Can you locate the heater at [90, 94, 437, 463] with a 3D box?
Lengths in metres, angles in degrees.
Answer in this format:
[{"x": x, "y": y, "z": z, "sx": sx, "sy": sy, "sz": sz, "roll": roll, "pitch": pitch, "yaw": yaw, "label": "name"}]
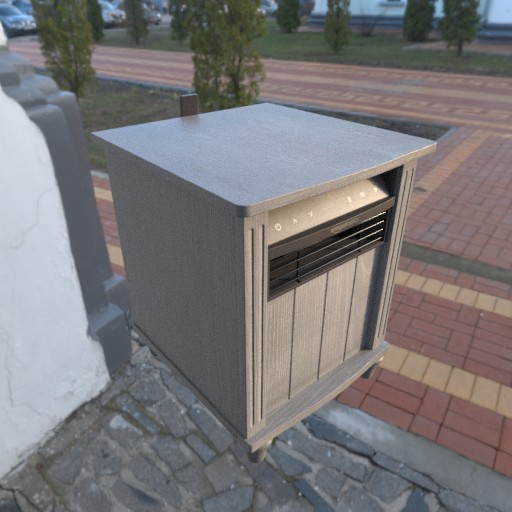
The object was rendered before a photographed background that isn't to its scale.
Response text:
[{"x": 0.000, "y": 0.000, "z": 0.761, "sx": 0.362, "sy": 0.481, "sz": 0.400, "roll": -23, "pitch": 37, "yaw": -34, "label": "heater"}]
